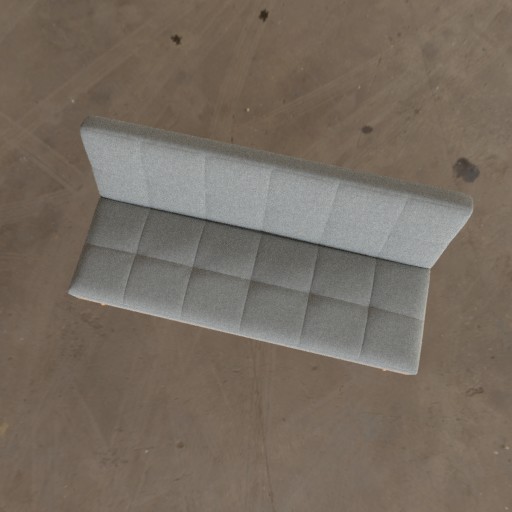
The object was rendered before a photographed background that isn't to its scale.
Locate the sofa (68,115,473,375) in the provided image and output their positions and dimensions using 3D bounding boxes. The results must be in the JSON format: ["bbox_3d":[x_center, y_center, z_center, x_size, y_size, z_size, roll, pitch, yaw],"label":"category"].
[{"bbox_3d":[0.000,0.000,2.260,1.820,0.800,0.800,13,76,3],"label":"sofa"}]
